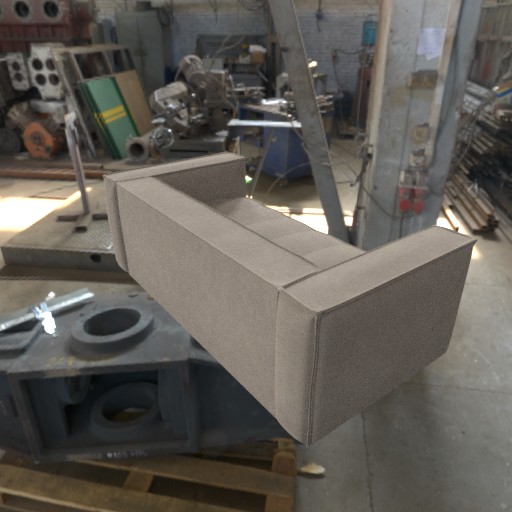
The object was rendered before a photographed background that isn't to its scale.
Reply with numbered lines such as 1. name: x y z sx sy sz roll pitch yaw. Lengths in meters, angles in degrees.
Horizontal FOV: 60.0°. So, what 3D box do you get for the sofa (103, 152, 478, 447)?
1. sofa: 0.000 0.000 2.534 1.038 0.680 1.995 -19 33 -32
